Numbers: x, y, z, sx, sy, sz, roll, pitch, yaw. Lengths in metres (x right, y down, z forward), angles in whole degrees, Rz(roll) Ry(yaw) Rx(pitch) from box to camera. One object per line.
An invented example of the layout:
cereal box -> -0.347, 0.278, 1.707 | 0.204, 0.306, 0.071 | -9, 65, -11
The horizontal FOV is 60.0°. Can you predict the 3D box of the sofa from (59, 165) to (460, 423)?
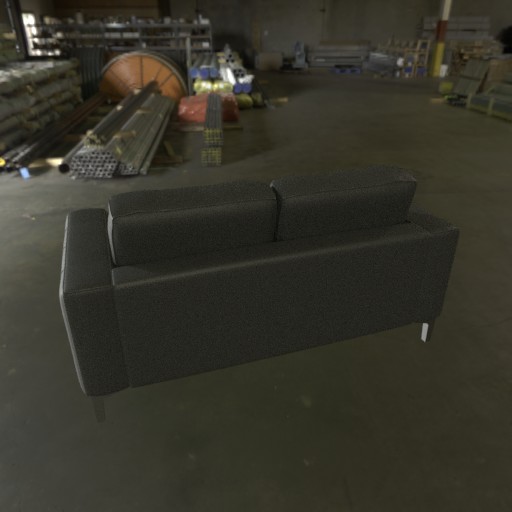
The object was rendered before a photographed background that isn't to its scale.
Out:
sofa -> 0.000, 0.000, 2.177 | 1.726, 0.893, 0.833 | -9, 29, -17
